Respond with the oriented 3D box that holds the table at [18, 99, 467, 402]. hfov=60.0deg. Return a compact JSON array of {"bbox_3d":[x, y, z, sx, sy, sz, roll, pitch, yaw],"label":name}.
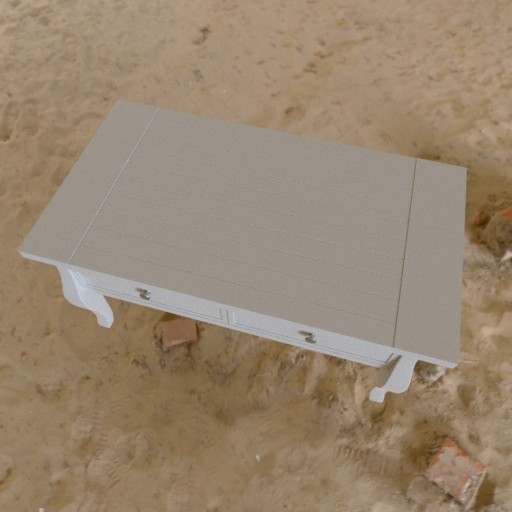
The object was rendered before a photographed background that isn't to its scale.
[{"bbox_3d":[0.000,0.000,1.379,1.062,0.495,0.600,13,59,8],"label":"table"}]
